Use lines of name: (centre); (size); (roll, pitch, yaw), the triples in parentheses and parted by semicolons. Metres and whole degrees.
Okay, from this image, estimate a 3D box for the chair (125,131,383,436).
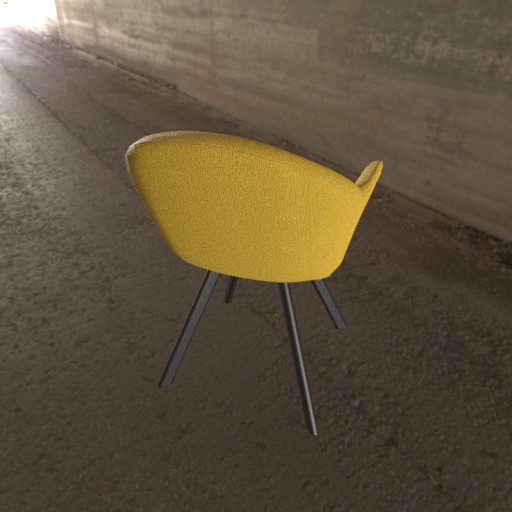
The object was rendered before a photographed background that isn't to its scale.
chair: (0.000, 0.000, 1.166); (0.545, 0.775, 0.565); (11, 33, 18)
